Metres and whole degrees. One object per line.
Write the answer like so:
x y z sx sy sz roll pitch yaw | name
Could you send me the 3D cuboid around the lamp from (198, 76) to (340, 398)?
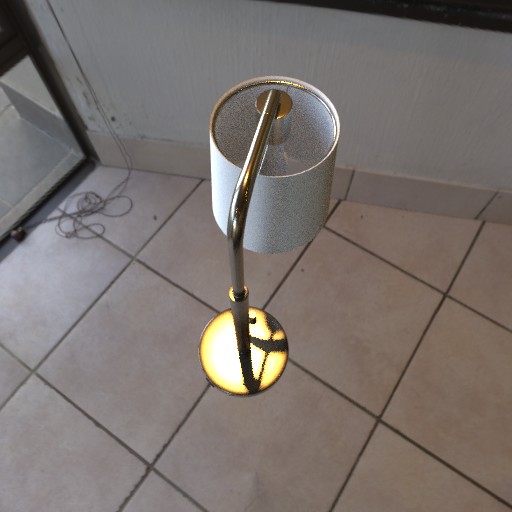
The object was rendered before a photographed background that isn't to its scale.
0.000 0.000 0.641 0.171 0.489 0.333 14 65 7 | lamp
